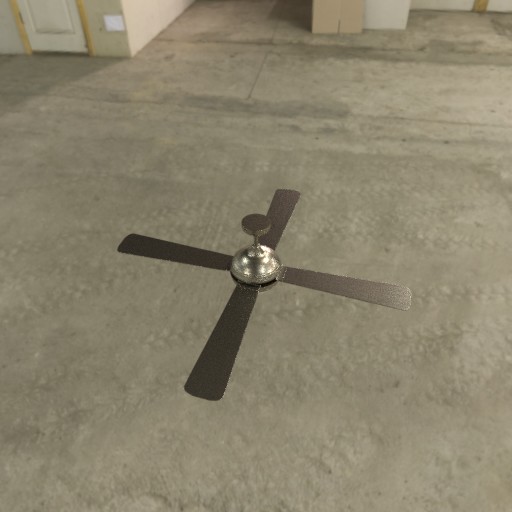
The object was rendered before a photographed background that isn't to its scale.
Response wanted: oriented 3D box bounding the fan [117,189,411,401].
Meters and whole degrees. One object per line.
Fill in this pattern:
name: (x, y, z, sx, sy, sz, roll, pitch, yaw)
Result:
fan: (0.000, 0.000, 1.996, 1.321, 0.381, 1.321, 26, 48, 27)
